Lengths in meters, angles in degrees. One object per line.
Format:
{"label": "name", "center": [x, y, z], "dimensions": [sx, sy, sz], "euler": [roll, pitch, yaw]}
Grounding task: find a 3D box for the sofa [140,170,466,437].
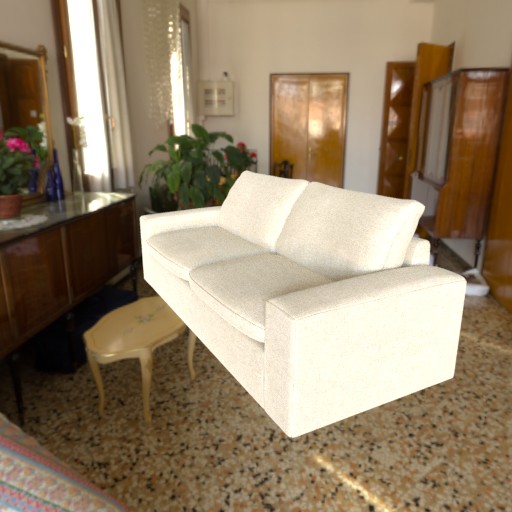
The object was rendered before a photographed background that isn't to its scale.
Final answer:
{"label": "sofa", "center": [0.000, 0.000, 2.858], "dimensions": [1.040, 0.922, 2.299], "euler": [-8, 18, -27]}
